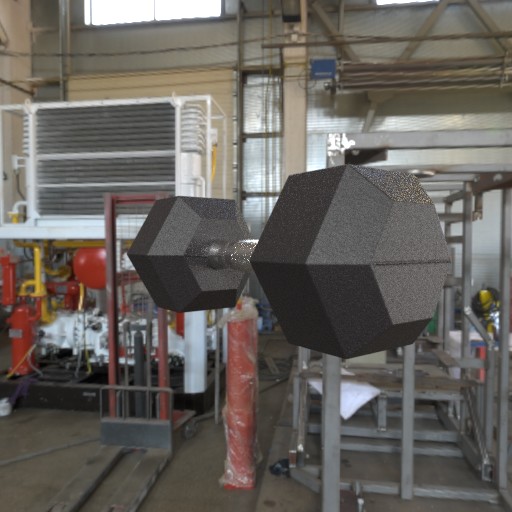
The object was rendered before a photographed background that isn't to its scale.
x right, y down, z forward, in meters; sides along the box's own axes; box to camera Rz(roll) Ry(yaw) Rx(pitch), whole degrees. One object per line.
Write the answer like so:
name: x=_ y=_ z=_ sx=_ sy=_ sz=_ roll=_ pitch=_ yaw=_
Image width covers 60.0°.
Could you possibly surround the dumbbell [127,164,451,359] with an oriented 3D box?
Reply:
dumbbell: x=0.000 y=0.000 z=0.415 sx=0.142 sy=0.123 sz=0.337 roll=-1 pitch=2 yaw=-37
